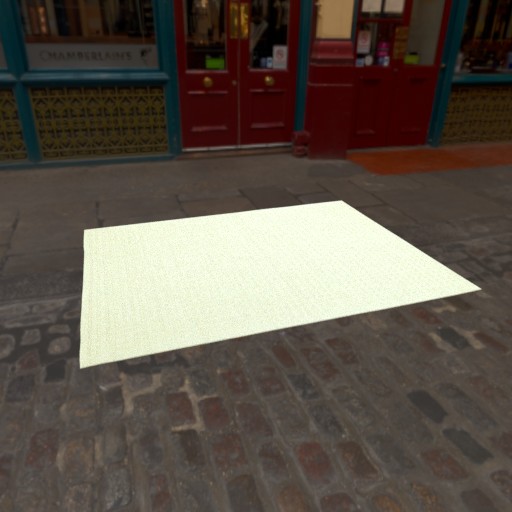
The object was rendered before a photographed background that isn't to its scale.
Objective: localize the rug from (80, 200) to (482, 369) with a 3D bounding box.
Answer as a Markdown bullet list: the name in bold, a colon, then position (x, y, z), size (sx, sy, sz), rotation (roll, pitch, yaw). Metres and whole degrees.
- **rug**: position (0.000, 0.000, 4.329), size (3.204, 0.016, 2.452), rotation (-8, 27, -16)
